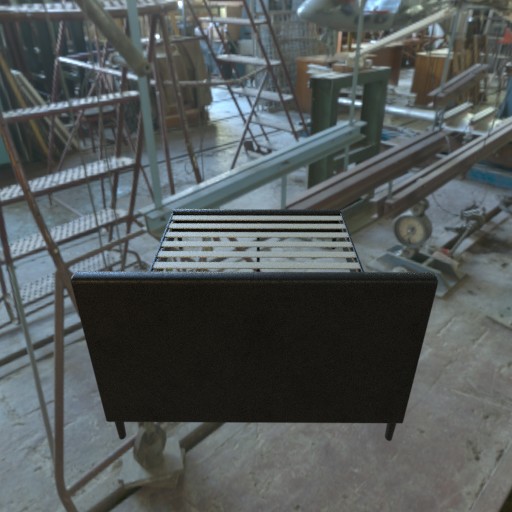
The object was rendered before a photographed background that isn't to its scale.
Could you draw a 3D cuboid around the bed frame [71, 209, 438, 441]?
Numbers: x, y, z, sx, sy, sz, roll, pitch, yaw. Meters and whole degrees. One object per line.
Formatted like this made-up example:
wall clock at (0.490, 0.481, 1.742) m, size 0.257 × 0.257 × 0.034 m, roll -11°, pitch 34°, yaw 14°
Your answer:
bed frame at (0.000, 0.000, 3.237) m, size 1.634 × 1.127 × 2.318 m, roll 0°, pitch 31°, yaw 0°
